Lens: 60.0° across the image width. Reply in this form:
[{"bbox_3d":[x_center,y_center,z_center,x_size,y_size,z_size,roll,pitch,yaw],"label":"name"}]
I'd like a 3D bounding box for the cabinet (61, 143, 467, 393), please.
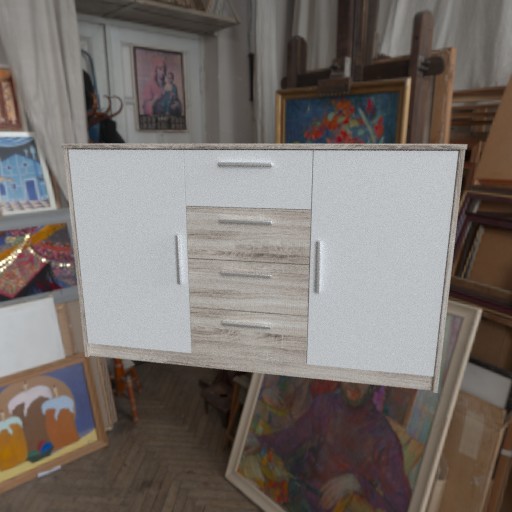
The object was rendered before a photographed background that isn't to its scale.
[{"bbox_3d":[0.000,0.000,1.836,1.450,0.900,0.380,3,15,11],"label":"cabinet"}]
